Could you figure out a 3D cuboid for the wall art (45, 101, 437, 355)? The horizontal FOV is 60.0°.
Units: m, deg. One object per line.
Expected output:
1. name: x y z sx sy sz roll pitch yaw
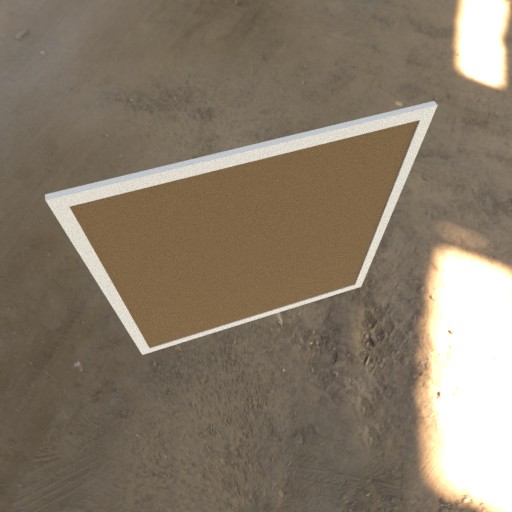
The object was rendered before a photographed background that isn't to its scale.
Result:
1. wall art: 0.000 0.000 1.222 0.812 0.812 0.015 -16 59 -10
